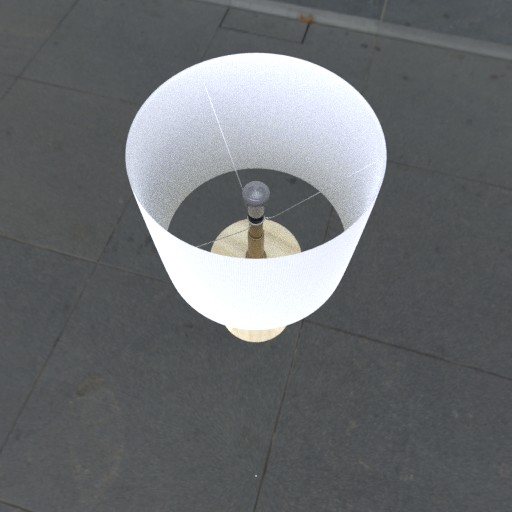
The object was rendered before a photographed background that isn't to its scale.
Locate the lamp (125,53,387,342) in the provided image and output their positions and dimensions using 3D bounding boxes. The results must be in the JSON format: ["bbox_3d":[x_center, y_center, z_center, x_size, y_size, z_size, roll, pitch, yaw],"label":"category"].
[{"bbox_3d":[0.000,0.000,0.585,0.228,0.444,0.228,29,67,13],"label":"lamp"}]
